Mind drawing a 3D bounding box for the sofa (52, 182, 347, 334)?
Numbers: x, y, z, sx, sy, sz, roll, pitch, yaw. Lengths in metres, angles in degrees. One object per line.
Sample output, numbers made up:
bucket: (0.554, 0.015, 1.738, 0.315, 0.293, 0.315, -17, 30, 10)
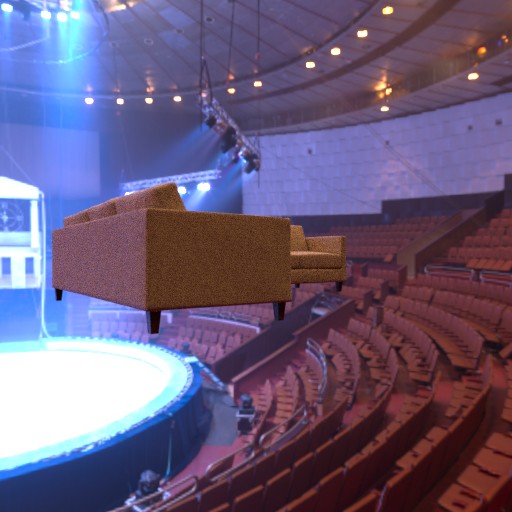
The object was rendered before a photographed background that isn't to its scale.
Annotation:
sofa: (0.000, 0.000, 4.261, 3.182, 0.863, 2.432, 0, 0, -36)
